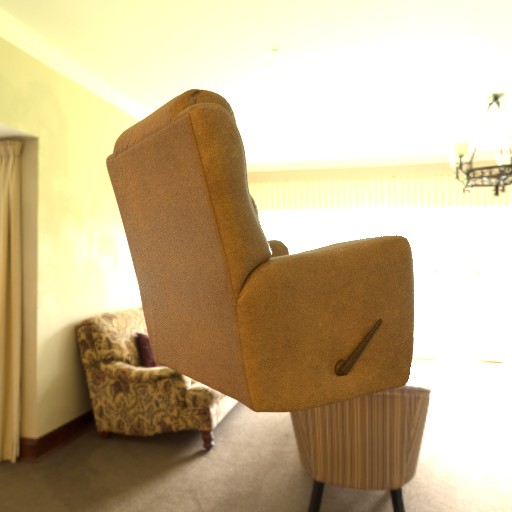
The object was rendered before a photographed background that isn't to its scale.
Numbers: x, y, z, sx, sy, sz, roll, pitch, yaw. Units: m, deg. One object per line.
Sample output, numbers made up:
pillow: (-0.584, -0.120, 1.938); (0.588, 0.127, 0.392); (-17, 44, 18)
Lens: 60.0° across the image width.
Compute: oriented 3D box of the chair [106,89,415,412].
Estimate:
chair: (0.000, 0.000, 1.939); (1.068, 1.116, 0.967); (0, -1, -35)
